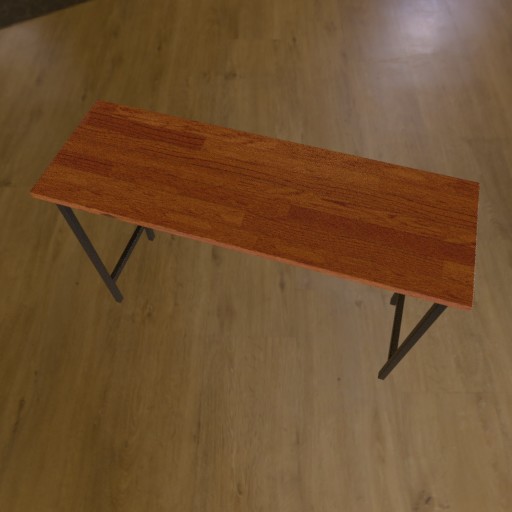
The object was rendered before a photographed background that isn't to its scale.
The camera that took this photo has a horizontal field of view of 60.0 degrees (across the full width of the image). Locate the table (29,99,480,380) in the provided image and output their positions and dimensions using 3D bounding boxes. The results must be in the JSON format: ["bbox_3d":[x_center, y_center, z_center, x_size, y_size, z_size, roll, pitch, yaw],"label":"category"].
[{"bbox_3d":[0.000,0.000,1.562,1.204,0.740,0.408,15,60,9],"label":"table"}]
